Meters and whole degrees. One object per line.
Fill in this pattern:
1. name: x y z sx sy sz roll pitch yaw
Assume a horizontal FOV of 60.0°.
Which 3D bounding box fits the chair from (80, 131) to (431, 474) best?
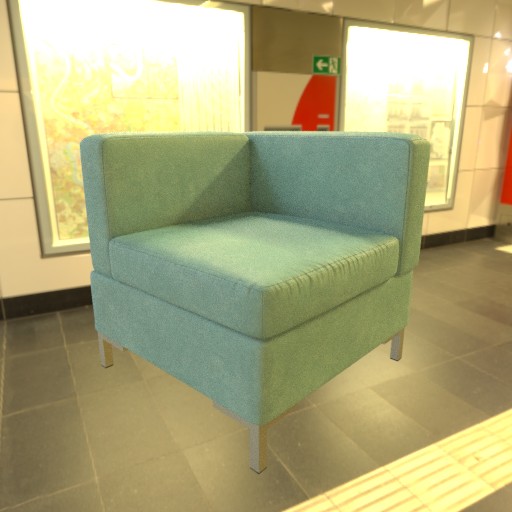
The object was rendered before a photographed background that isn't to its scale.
1. chair: 0.000 0.000 1.222 0.680 0.660 0.680 14 21 41
